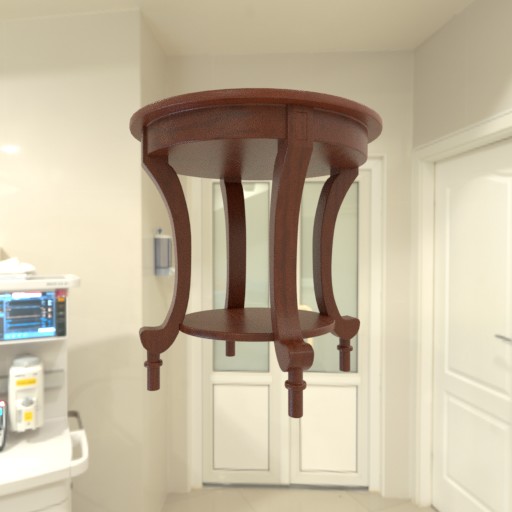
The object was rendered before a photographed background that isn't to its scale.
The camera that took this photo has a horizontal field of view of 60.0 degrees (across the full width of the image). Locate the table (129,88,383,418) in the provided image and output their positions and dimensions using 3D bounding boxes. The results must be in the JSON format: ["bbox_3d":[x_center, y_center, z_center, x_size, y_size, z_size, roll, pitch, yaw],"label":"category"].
[{"bbox_3d":[0.000,0.000,1.093,0.597,0.612,0.597,0,1,0],"label":"table"}]
